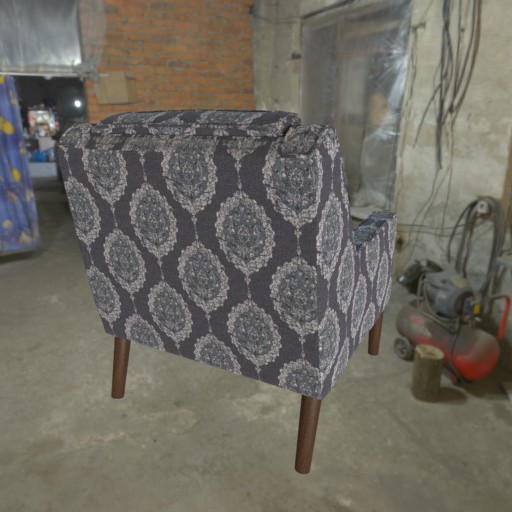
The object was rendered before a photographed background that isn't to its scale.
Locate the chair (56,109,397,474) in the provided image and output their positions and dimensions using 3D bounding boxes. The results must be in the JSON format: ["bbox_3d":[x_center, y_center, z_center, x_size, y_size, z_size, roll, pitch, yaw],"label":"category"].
[{"bbox_3d":[0.000,0.000,1.276,0.663,0.792,0.743,9,19,28],"label":"chair"}]
